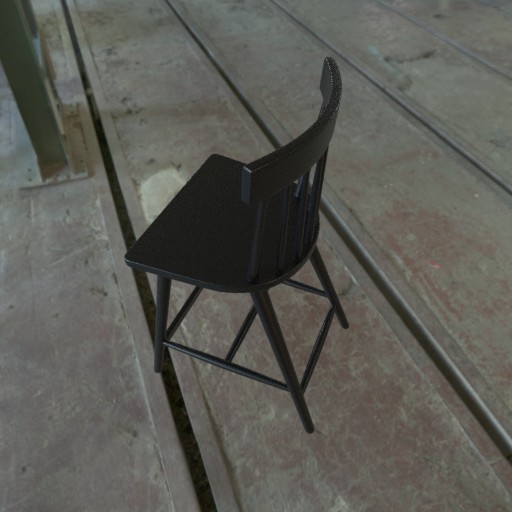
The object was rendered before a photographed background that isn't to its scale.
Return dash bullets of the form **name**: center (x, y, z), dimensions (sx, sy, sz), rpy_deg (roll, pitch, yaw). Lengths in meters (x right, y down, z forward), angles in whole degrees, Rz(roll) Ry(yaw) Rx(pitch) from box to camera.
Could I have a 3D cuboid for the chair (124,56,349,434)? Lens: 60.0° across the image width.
- **chair**: center (0.000, 0.000, 1.239), dimensions (0.572, 0.952, 0.483), rpy_deg (17, 49, 15)
